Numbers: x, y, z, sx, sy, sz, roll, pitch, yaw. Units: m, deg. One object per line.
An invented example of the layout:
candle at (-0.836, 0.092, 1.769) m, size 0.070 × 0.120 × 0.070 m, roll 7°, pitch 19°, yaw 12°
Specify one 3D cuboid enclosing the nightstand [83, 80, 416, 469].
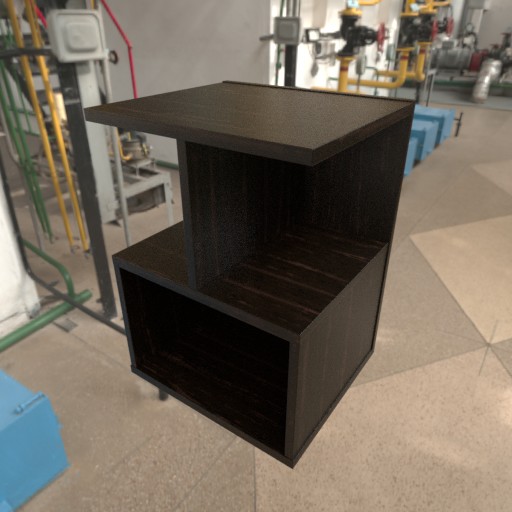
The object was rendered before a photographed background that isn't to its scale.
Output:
nightstand at (0.000, 0.000, 0.843) m, size 0.400 × 0.559 × 0.356 m, roll 19°, pitch 34°, yaw 30°
